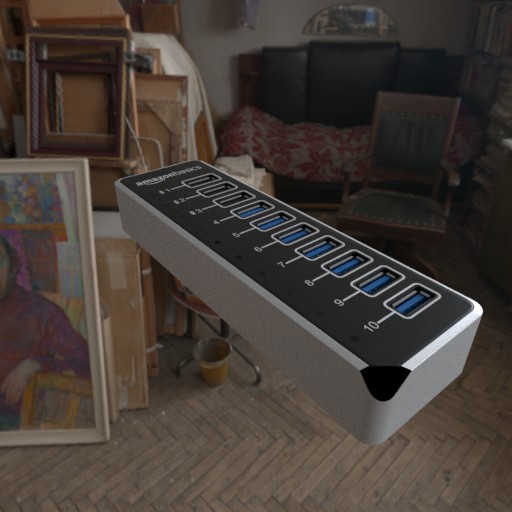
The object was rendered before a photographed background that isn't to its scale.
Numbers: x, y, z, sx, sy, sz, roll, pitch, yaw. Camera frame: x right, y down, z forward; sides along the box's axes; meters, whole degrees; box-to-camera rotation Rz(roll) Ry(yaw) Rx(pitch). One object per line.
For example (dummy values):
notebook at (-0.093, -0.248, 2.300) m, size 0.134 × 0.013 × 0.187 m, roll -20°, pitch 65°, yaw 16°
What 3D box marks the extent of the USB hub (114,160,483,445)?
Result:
USB hub at (0.000, 0.000, 0.160) m, size 0.044 × 0.023 × 0.145 m, roll -23°, pitch 39°, yaw -32°
